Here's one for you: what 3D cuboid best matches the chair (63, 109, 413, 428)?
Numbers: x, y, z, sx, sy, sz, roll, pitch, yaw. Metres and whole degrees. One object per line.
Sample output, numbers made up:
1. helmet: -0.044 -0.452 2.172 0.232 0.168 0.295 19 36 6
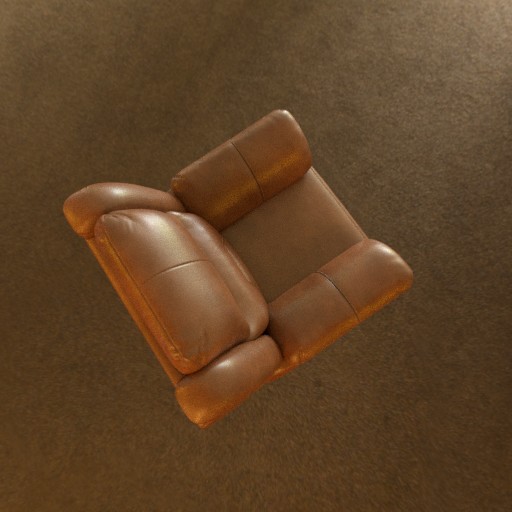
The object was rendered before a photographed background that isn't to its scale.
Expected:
1. chair: 0.000 0.000 1.933 1.041 1.093 0.990 -33 79 -7
